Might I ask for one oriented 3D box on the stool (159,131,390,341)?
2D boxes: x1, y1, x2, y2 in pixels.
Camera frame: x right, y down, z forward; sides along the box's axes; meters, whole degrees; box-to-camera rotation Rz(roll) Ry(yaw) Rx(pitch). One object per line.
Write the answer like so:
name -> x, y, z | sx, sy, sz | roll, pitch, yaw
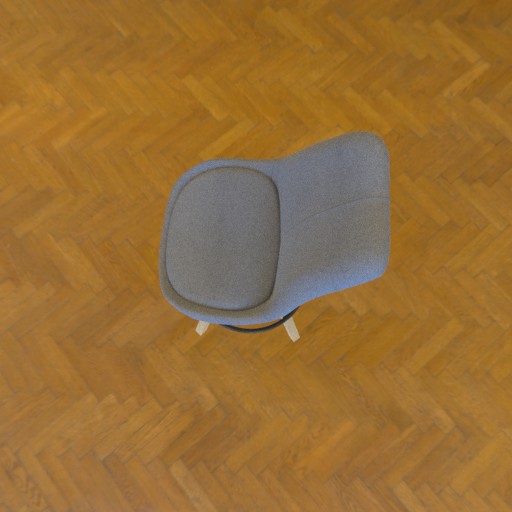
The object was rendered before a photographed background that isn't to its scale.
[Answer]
stool -> 0.000, 0.000, 1.426 | 0.550, 1.115, 0.485 | 4, 76, 1
